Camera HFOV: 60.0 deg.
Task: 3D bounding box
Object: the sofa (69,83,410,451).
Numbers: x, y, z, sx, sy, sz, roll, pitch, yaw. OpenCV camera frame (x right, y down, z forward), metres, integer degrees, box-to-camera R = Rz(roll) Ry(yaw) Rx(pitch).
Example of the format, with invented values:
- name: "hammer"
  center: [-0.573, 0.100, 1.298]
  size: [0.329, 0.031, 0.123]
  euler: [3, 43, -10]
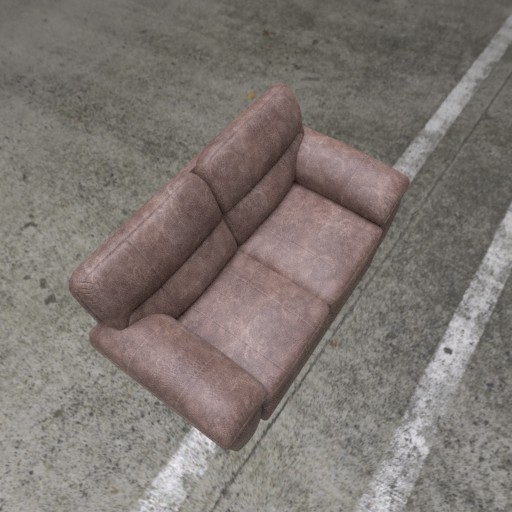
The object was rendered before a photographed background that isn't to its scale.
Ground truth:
- name: "sofa"
  center: [0.000, 0.000, 2.392]
  size: [0.991, 0.991, 1.753]
  euler: [31, 63, 18]
